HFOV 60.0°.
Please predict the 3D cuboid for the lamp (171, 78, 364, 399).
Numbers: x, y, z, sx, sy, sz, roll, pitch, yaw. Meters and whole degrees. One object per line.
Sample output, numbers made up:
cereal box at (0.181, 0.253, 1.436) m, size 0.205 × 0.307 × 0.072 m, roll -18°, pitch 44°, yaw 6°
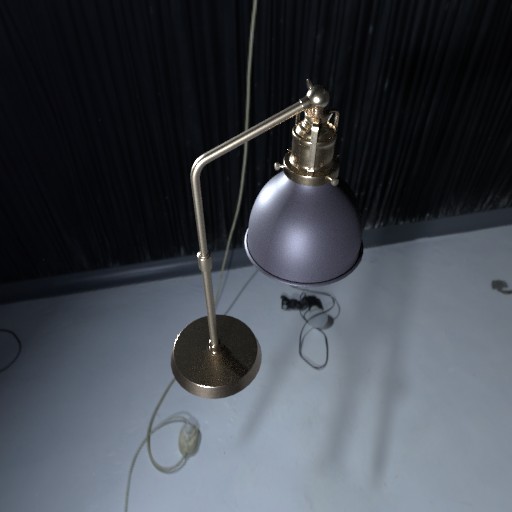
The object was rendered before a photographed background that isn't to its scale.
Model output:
lamp at (0.000, 0.000, 0.596) m, size 0.291 × 0.456 × 0.160 m, roll -10°, pitch 47°, yaw -9°
